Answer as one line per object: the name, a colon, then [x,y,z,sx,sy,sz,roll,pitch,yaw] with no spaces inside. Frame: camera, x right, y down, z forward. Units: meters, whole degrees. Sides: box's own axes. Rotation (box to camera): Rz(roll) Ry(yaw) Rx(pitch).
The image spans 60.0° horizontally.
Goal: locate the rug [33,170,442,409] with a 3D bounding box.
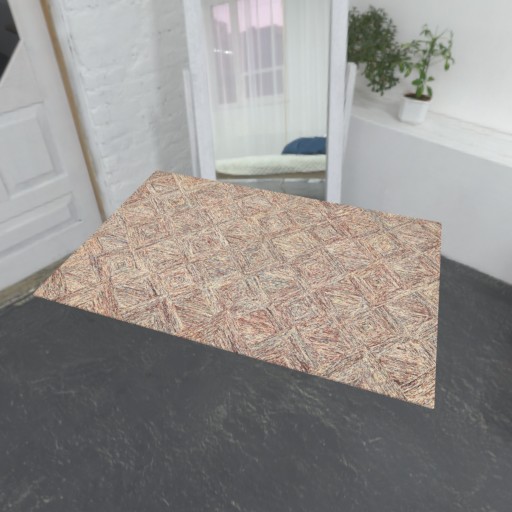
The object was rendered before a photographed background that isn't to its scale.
rug: [0.000,0.000,2.901,2.285,0.019,1.523,13,43,14]
